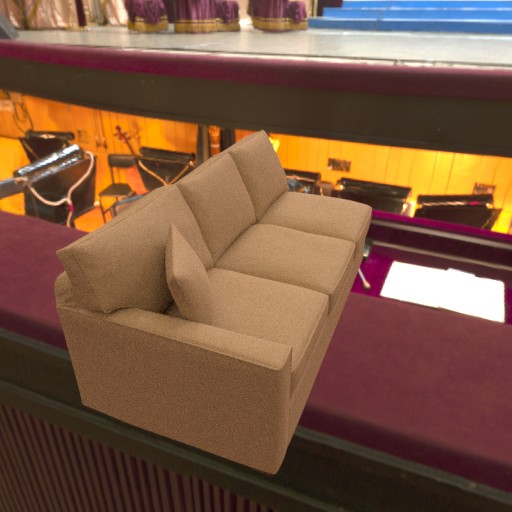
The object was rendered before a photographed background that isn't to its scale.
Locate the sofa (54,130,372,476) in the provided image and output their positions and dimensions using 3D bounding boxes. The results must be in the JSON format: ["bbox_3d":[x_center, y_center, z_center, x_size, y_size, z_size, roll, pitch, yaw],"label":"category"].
[{"bbox_3d":[0.000,0.000,2.536,1.034,0.946,1.962,11,32,19],"label":"sofa"}]
